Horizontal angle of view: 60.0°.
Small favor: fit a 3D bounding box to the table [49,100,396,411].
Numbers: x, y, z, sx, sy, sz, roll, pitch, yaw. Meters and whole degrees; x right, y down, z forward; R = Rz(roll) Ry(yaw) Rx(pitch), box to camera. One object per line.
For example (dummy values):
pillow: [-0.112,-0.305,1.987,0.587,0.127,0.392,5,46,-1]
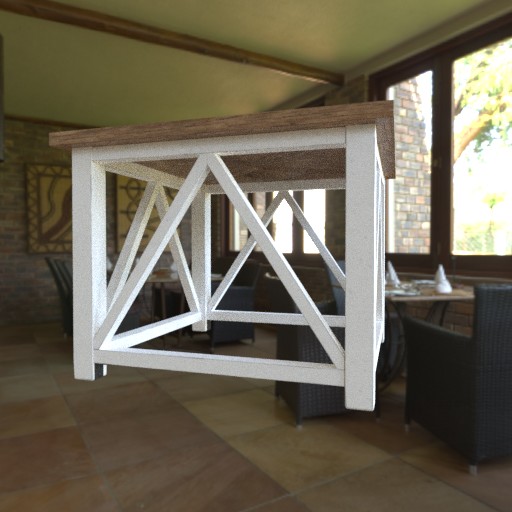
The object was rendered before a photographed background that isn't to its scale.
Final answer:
table: [0.000,0.000,1.172,0.700,0.532,0.700,0,1,18]
